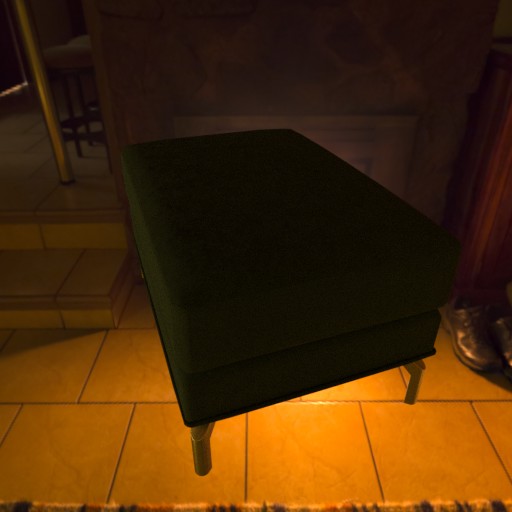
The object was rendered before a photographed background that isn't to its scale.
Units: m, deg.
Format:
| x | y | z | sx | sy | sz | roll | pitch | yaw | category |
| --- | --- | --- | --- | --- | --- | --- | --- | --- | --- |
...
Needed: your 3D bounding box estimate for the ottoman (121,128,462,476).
| x | y | z | sx | sy | sz | roll | pitch | yaw | category |
| --- | --- | --- | --- | --- | --- | --- | --- | --- | --- |
| 0.000 | 0.000 | 1.199 | 0.587 | 0.498 | 0.835 | -11 | 33 | -17 | ottoman |
